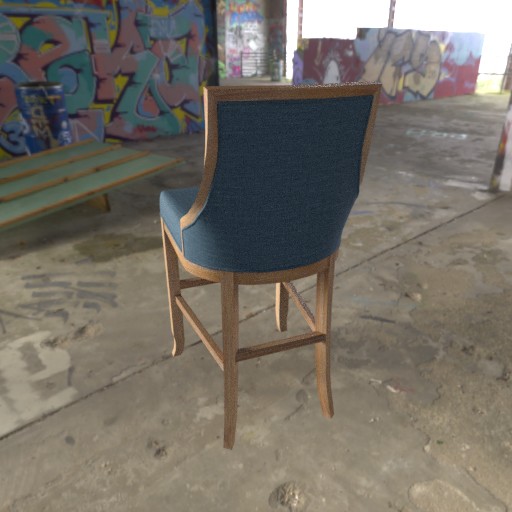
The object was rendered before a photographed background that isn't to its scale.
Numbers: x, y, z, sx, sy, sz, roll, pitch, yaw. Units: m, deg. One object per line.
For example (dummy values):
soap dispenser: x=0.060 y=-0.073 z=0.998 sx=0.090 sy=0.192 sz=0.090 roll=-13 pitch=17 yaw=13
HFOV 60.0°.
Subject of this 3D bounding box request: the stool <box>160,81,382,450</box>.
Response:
stool: x=0.000 y=0.000 z=1.467 sx=0.524 sy=1.101 sz=0.626 roll=-9 pitch=27 yaw=-19
